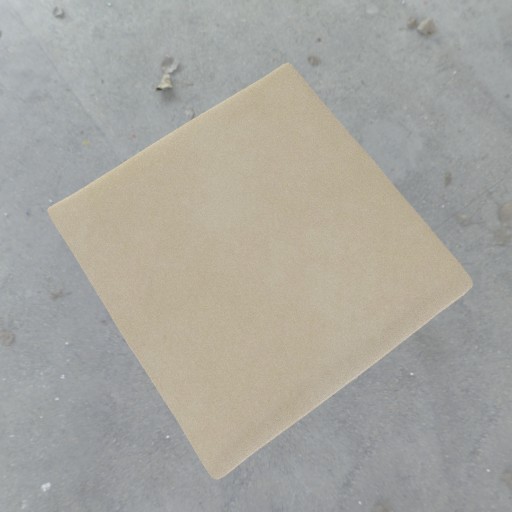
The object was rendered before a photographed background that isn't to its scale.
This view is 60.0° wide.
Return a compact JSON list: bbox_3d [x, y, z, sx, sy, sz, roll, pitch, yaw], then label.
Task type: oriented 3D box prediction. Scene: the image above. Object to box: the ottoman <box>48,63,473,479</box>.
[{"bbox_3d":[0.000,0.000,1.828,1.190,0.522,1.205,-34,78,-8],"label":"ottoman"}]
